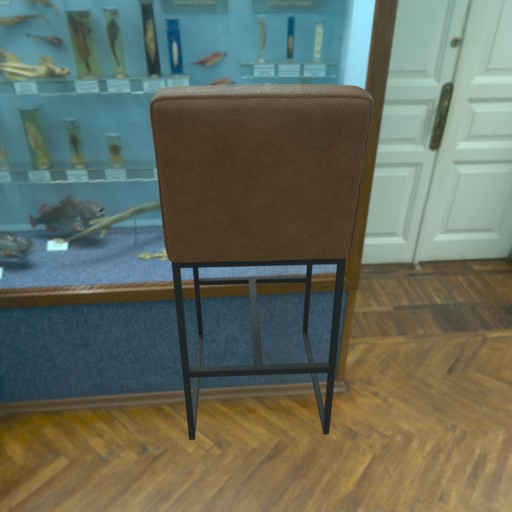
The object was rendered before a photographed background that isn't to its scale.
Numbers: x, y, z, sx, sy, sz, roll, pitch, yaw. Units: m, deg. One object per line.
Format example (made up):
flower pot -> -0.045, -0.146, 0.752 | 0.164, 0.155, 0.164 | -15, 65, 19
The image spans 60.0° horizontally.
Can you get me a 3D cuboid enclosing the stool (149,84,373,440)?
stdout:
stool -> 0.000, 0.000, 1.318 | 0.458, 1.040, 0.556 | -1, 31, -2
